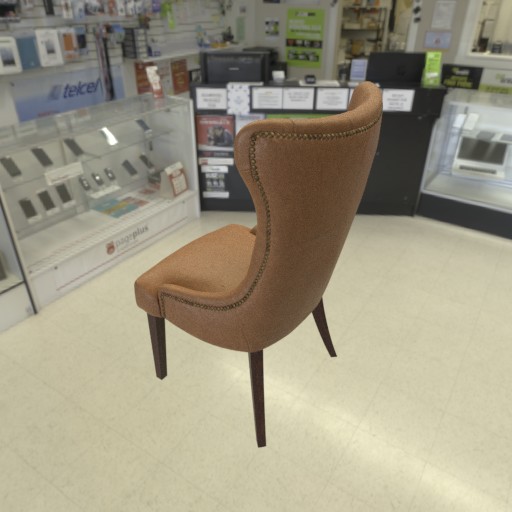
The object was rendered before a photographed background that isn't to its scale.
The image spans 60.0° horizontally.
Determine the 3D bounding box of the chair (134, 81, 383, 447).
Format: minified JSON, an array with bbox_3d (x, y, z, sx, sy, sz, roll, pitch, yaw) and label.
[{"bbox_3d":[0.000,0.000,1.473,0.669,1.065,0.611,21,37,30],"label":"chair"}]
